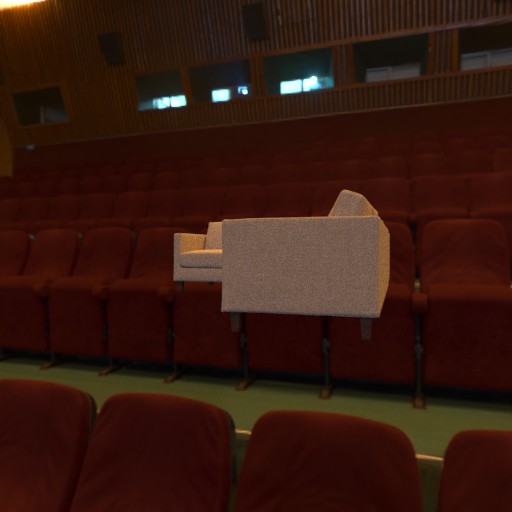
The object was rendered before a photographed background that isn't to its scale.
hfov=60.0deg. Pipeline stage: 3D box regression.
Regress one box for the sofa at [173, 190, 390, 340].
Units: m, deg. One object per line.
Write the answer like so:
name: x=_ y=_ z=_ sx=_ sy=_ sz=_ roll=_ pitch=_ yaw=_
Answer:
sofa: x=0.000 y=0.000 z=4.276 sx=2.432 sy=0.863 sz=3.182 roll=0 pitch=1 yaw=18
